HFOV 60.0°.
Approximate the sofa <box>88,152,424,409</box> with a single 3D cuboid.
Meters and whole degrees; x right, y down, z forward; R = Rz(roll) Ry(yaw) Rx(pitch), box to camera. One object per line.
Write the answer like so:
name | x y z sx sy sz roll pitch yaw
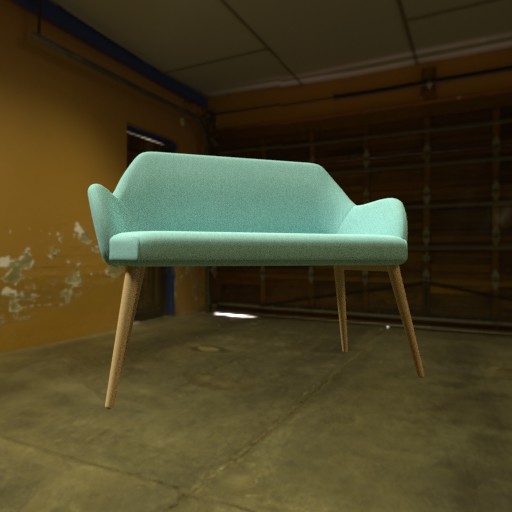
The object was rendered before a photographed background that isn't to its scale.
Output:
sofa | 0.000 0.000 1.628 1.150 0.840 0.610 0 0 -18
